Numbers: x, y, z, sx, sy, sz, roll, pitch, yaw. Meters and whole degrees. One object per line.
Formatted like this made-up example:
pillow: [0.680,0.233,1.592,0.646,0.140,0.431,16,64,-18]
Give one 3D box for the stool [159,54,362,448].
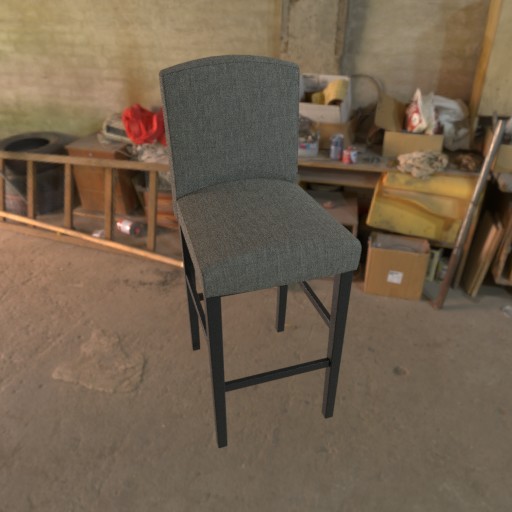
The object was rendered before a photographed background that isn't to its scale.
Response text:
stool: [0.000,0.000,1.439,0.451,1.138,0.552,-10,33,-15]
